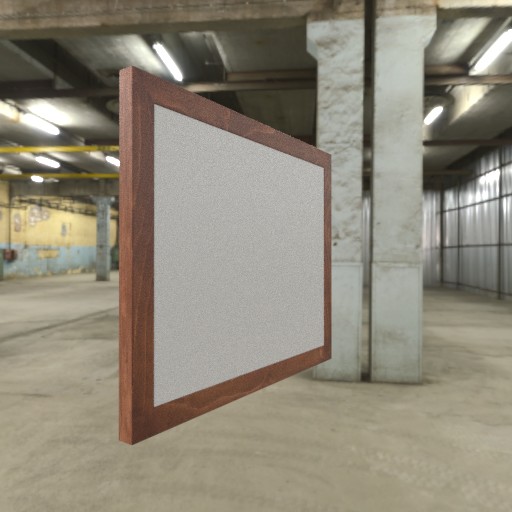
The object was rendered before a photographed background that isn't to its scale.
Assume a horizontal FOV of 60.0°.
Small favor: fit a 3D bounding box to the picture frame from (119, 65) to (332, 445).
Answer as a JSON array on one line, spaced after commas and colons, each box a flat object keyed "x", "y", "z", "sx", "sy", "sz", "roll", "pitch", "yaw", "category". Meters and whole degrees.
[{"x": 0.000, "y": 0.000, "z": 0.770, "sx": 0.025, "sy": 0.457, "sz": 0.559, "roll": 0, "pitch": 0, "yaw": 35, "category": "picture frame"}]
